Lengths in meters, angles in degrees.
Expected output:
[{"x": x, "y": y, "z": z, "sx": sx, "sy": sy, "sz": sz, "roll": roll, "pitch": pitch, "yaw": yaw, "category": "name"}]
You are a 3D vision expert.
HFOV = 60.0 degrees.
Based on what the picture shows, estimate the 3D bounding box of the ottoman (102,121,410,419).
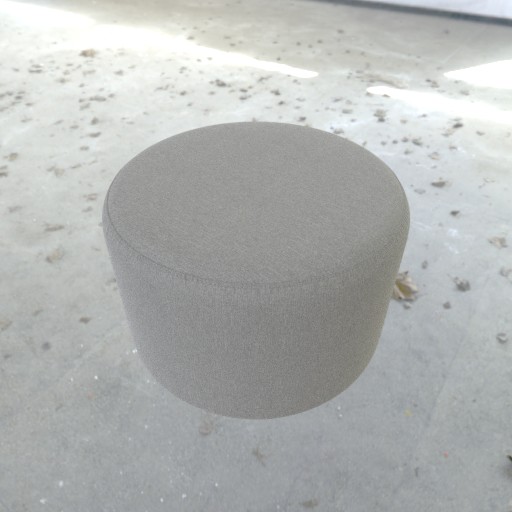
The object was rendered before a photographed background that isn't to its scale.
[{"x": 0.000, "y": 0.000, "z": 1.000, "sx": 0.608, "sy": 0.433, "sz": 0.608, "roll": 0, "pitch": 40, "yaw": 0, "category": "ottoman"}]
